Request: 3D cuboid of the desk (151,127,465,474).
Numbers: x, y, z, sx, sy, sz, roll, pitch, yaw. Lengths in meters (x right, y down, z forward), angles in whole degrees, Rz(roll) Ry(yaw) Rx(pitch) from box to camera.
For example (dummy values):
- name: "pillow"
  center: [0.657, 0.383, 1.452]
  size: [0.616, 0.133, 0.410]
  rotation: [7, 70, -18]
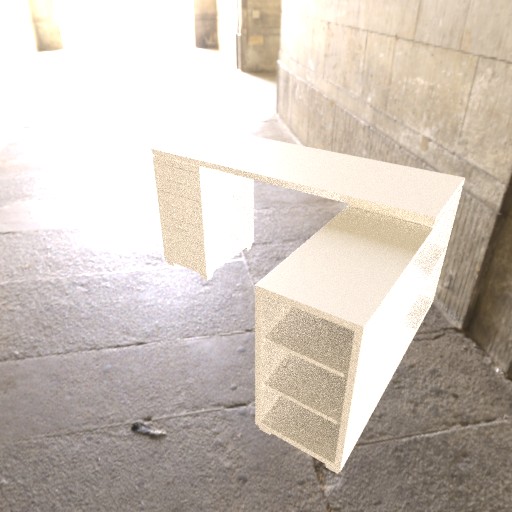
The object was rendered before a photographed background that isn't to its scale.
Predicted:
- name: "desk"
  center: [0.000, 0.000, 2.185]
  size: [1.524, 0.759, 1.199]
  rotation: [19, 36, 28]
